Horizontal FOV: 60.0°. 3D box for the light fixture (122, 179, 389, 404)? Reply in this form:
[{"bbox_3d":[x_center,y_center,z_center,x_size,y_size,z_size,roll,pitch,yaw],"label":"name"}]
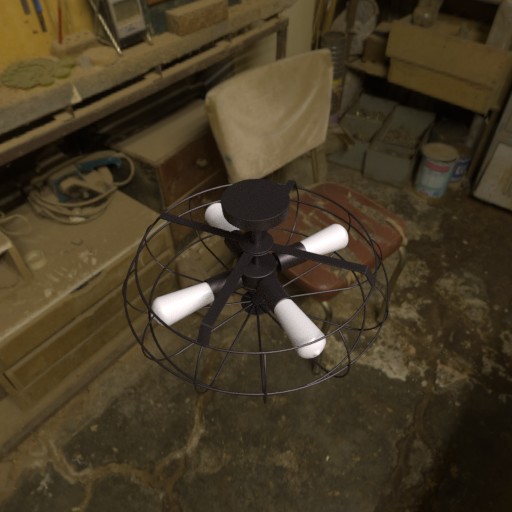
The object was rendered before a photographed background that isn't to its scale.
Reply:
[{"bbox_3d":[0.000,0.000,0.950,0.582,0.311,0.582,0,46,0],"label":"light fixture"}]
